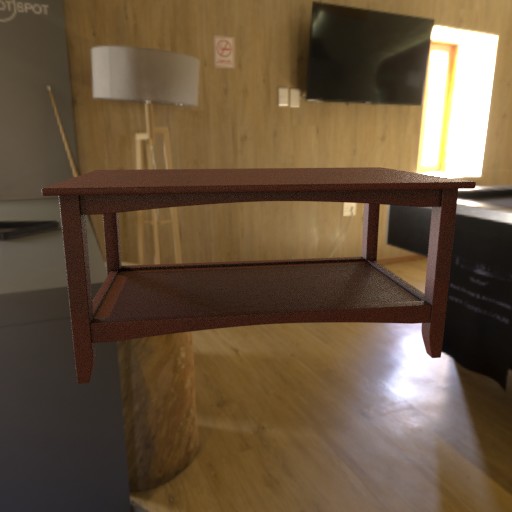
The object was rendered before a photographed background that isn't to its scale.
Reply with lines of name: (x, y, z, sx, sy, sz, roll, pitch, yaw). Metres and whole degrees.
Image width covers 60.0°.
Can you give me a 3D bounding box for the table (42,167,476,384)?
table: (0.000, 0.000, 1.262, 0.943, 0.456, 0.533, -2, 15, -8)
